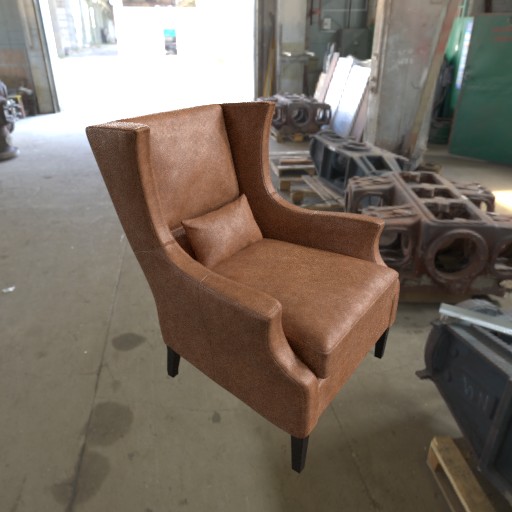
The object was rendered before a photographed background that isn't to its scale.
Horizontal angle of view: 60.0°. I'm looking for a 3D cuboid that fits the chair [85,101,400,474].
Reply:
[{"bbox_3d":[0.000,0.000,1.675,0.926,1.016,0.853,18,32,31],"label":"chair"}]
